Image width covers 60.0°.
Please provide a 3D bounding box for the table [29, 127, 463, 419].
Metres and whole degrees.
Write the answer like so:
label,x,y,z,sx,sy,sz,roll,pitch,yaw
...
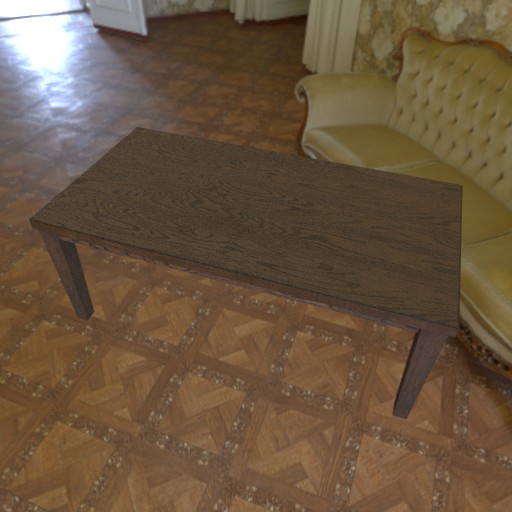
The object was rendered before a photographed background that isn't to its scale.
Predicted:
label,x,y,z,sx,sy,sz,roll,pitch,yaw
table,0.000,0.000,2.515,1.981,0.762,1.016,14,45,14
